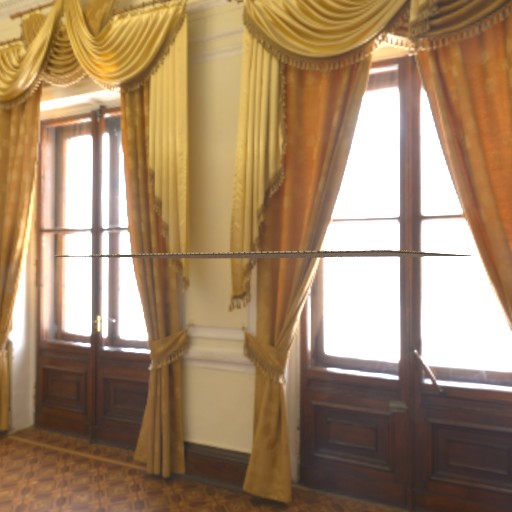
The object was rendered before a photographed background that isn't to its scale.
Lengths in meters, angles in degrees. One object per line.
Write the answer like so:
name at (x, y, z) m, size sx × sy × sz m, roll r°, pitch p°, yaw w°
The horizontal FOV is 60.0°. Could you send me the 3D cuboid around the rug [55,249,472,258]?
rug at (0.000, 0.000, 2.195) m, size 1.752 × 0.008 × 1.144 m, roll -1°, pitch -1°, yaw 37°
